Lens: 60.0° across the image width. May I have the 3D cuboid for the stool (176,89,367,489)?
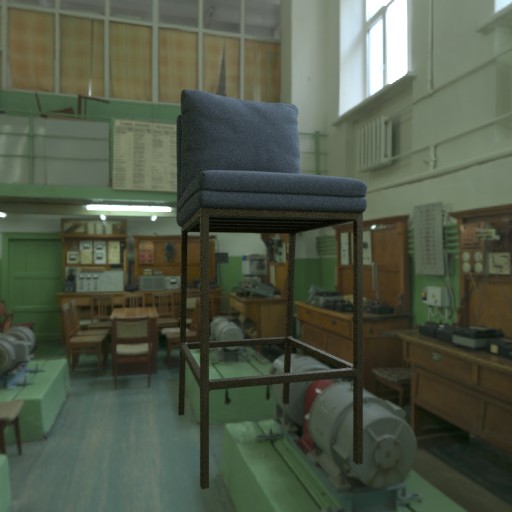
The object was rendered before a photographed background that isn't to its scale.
[{"bbox_3d":[0.000,0.000,1.395,0.463,1.130,0.569,0,0,-17],"label":"stool"}]
